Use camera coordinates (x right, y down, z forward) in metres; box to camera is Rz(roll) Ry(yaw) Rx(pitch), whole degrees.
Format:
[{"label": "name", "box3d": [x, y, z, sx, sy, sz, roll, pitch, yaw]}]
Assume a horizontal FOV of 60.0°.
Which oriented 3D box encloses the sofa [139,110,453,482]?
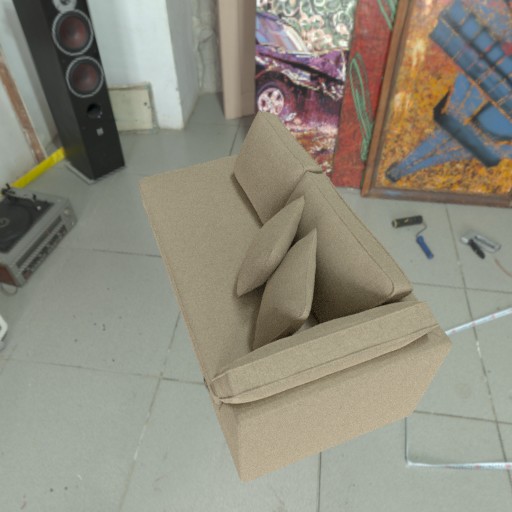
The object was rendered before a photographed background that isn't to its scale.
[{"label": "sofa", "box3d": [0.000, 0.000, 2.823, 1.110, 1.033, 2.237, -16, 49, -15]}]
